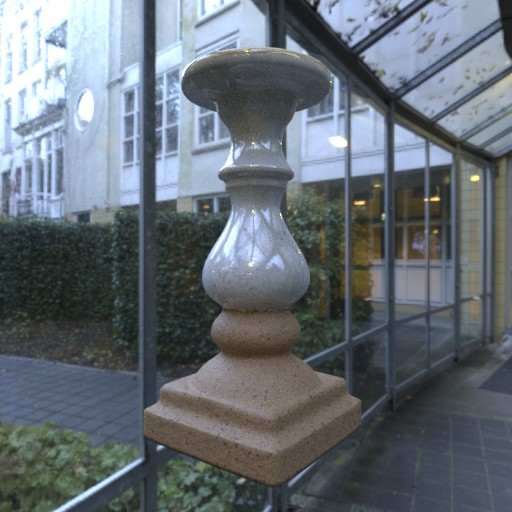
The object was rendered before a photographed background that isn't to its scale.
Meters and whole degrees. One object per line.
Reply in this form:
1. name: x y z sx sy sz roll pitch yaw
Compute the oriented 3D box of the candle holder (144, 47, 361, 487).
1. candle holder: 0.000 0.000 0.301 0.110 0.239 0.110 0 0 38
